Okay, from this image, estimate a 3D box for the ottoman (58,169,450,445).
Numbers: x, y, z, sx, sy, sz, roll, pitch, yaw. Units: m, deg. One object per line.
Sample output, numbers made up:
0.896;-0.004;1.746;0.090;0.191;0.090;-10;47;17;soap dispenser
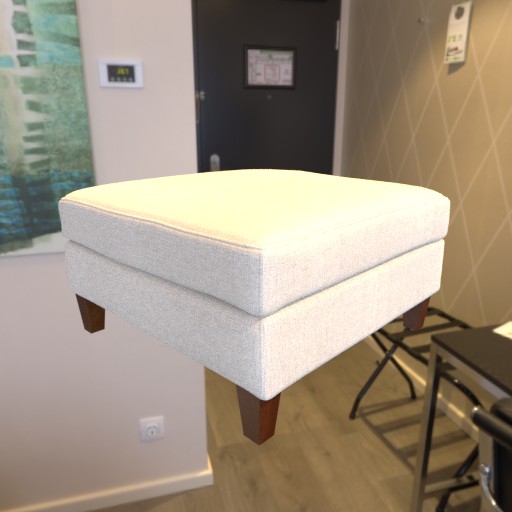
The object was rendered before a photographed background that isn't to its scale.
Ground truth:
0.000;0.000;1.343;0.838;0.478;0.838;15;23;42;ottoman
